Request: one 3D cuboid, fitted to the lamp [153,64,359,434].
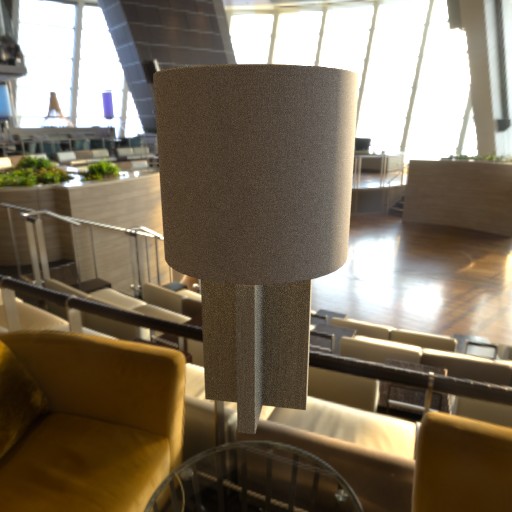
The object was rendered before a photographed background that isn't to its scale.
[{"bbox_3d":[0.000,0.000,0.566,0.229,0.428,0.229,3,17,10],"label":"lamp"}]
